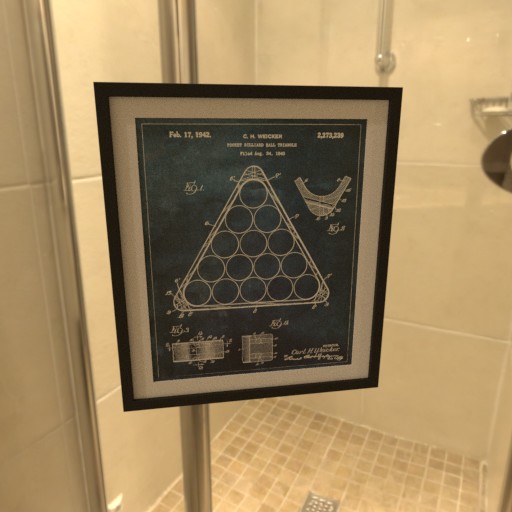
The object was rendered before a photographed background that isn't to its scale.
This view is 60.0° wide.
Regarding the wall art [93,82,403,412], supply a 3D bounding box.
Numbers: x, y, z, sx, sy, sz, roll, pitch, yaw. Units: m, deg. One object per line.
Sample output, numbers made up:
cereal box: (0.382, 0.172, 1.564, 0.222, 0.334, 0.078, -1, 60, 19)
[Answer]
wall art: (0.000, 0.000, 1.195, 0.755, 0.863, 0.028, -3, 16, -9)
